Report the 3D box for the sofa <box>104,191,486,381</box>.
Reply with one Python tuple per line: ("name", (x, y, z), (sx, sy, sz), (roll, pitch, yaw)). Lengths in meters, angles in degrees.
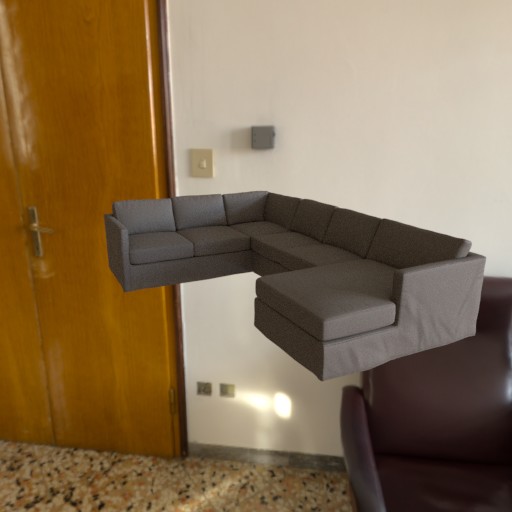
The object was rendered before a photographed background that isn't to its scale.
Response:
("sofa", (0.000, 0.000, 4.541), (2.427, 0.882, 3.460), (-8, 18, -26))
